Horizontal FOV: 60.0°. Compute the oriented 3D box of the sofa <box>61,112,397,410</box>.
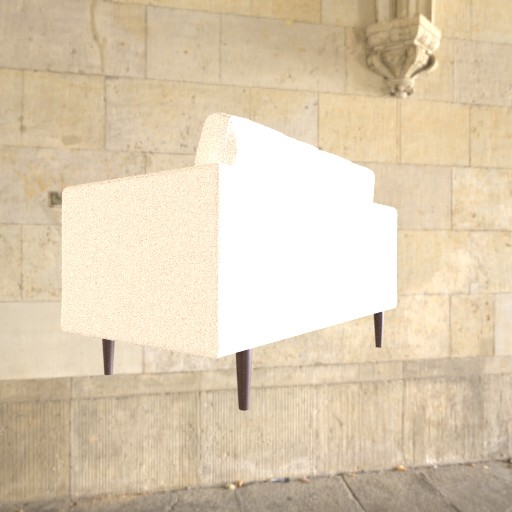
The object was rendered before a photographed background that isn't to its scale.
[{"bbox_3d":[0.000,0.000,1.968,0.796,0.908,1.430,0,0,36],"label":"sofa"}]
